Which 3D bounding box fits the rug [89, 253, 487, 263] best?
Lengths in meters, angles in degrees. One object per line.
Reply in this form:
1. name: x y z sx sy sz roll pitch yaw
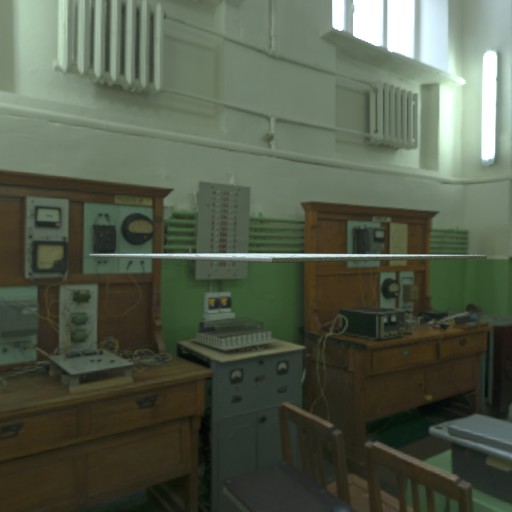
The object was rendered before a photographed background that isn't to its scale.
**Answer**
1. rug: 0.000 0.000 2.352 1.222 0.015 1.828 0 1 -36
